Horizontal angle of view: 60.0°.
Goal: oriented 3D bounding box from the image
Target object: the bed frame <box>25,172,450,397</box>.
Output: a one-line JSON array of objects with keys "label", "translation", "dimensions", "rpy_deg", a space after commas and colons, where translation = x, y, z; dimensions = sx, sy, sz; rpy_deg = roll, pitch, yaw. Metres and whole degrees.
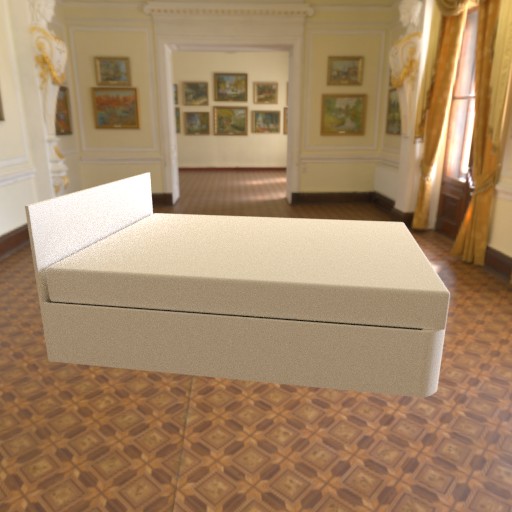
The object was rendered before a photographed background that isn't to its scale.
[{"label": "bed frame", "translation": [0.000, 0.000, 2.643], "dimensions": [1.900, 0.800, 1.400], "rpy_deg": [3, 17, 9]}]
